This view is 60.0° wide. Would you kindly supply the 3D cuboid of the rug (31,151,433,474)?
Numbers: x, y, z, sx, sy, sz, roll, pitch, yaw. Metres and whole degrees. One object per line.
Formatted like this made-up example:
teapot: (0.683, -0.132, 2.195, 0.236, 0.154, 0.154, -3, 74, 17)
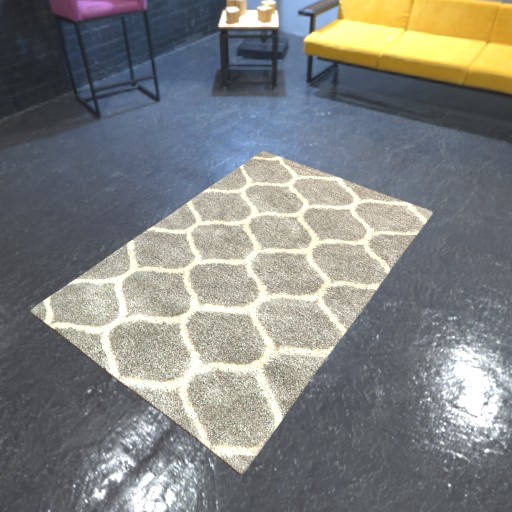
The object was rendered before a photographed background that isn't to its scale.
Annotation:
rug: (0.000, 0.000, 3.387, 1.801, 0.026, 2.701, 26, 48, 26)
